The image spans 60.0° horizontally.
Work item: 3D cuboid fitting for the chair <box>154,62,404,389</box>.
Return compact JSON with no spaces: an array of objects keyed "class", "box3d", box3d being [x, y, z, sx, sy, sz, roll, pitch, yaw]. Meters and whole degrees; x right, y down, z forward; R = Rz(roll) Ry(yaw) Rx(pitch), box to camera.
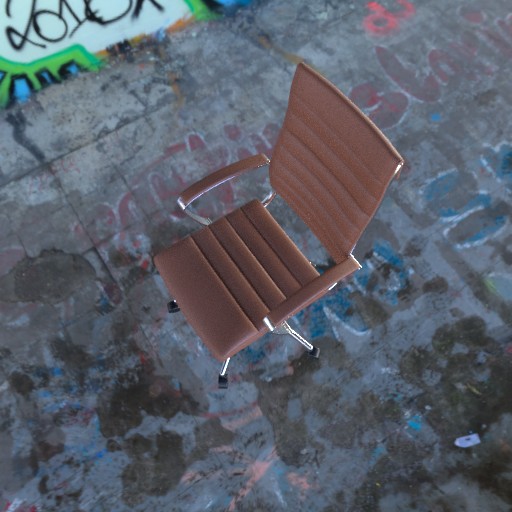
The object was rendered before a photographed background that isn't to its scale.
[{"class":"chair","box3d":[0.000,0.000,1.660,0.739,1.149,0.766,-32,69,-14]}]
